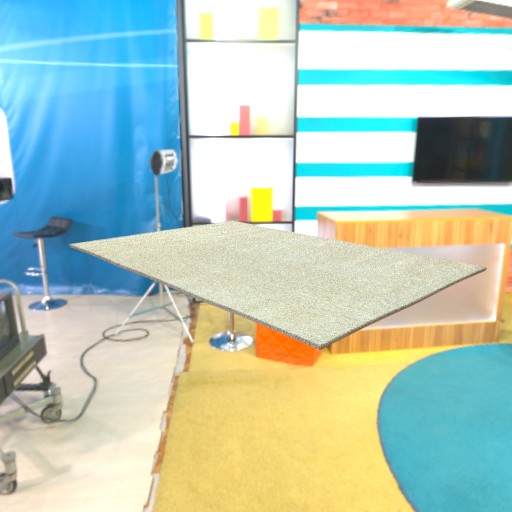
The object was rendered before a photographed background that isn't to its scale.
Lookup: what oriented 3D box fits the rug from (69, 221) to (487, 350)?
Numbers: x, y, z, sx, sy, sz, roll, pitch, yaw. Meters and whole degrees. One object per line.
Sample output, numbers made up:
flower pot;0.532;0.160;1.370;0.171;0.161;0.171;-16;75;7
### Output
rug;0.000;0.000;3.394;1.800;0.025;2.699;-13;19;-42
